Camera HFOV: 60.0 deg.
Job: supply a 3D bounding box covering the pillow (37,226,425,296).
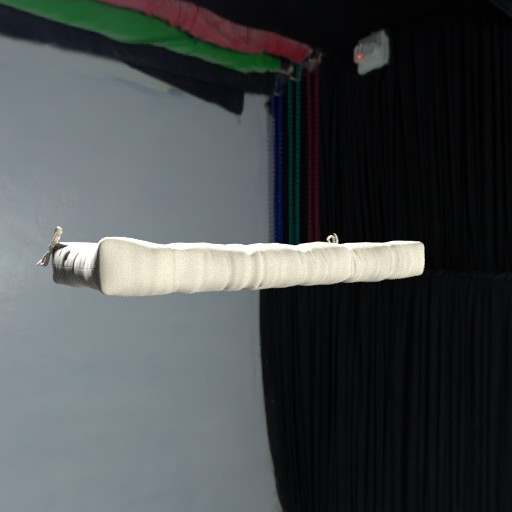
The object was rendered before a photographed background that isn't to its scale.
[{"bbox_3d":[0.000,0.000,1.401,1.194,0.174,0.511,-1,1,-37],"label":"pillow"}]
